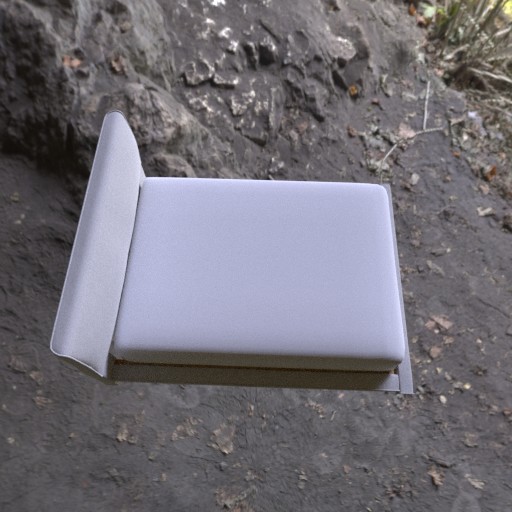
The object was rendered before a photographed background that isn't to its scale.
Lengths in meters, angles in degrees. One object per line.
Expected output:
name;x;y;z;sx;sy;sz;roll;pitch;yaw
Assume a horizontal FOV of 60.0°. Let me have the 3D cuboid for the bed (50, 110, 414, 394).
bed;0.000;0.000;3.337;2.368;1.067;1.840;2;64;1
